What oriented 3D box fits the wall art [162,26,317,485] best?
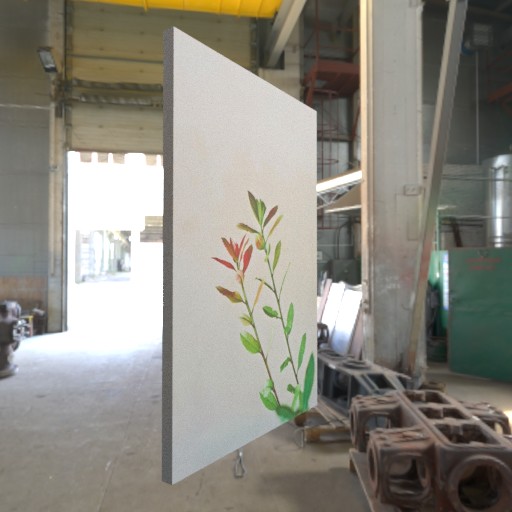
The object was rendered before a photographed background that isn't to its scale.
[{"bbox_3d":[0.000,0.000,1.424,0.038,1.143,0.764,-1,-1,36],"label":"wall art"}]
